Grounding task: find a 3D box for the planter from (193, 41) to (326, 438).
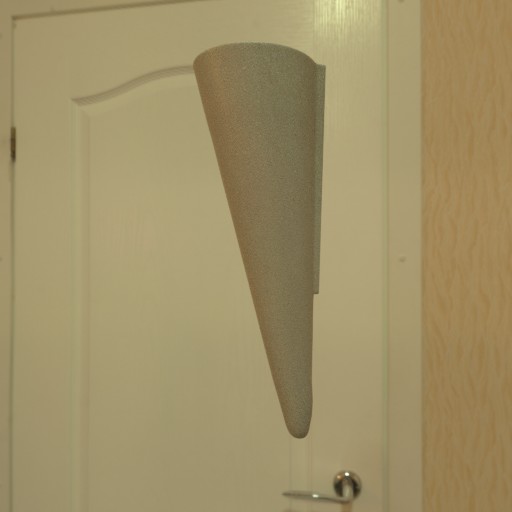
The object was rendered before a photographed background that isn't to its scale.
[{"bbox_3d":[0.000,0.000,0.226,0.064,0.191,0.057,0,0,-20],"label":"planter"}]
